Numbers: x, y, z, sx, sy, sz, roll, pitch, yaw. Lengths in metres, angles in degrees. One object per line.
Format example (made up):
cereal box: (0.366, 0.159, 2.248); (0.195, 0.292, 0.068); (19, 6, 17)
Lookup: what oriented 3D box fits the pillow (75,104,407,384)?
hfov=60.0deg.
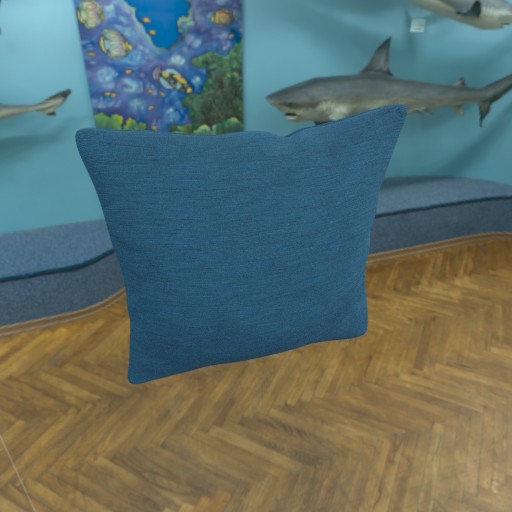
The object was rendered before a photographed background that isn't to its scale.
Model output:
pillow: (0.000, 0.000, 0.669); (0.437, 0.420, 0.177); (-9, 32, -14)
